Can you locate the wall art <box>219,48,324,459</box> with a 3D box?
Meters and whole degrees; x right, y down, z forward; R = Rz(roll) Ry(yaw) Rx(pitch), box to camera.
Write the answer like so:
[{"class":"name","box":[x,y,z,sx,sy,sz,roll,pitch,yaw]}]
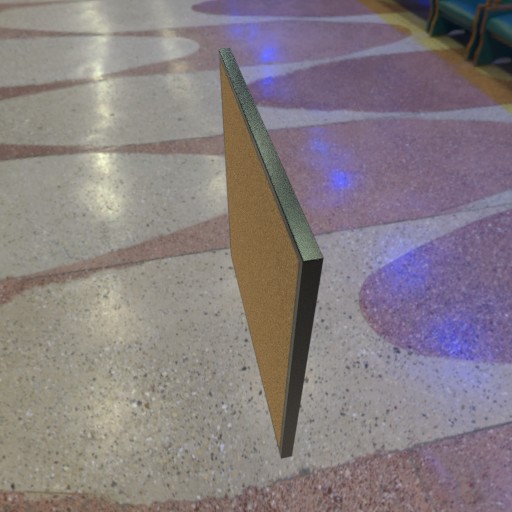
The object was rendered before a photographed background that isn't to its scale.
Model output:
[{"class":"wall art","box":[0.000,0.000,0.529,0.014,0.349,0.349,-9,47,-8]}]
